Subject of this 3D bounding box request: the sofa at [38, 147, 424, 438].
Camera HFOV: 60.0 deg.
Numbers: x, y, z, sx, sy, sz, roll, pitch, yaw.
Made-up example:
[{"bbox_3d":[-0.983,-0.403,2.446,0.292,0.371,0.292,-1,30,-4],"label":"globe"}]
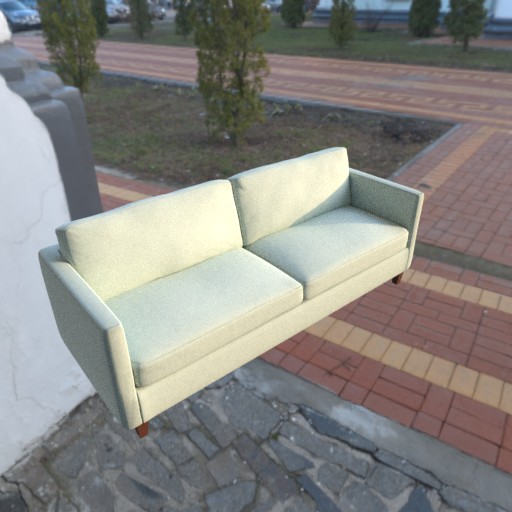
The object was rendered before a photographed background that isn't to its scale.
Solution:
[{"bbox_3d":[0.000,0.000,2.953,2.434,0.965,0.948,-23,37,-33],"label":"sofa"}]
